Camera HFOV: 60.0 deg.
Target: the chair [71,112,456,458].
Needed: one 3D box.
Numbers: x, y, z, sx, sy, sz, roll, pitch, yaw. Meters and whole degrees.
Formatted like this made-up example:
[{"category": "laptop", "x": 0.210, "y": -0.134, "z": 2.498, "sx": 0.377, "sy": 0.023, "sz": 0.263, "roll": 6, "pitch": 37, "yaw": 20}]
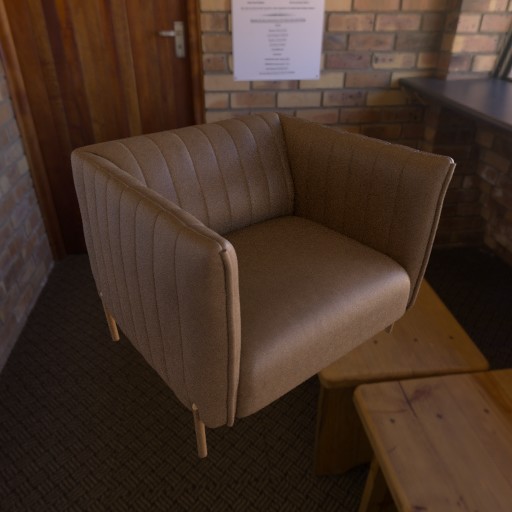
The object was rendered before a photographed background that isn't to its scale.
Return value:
[{"category": "chair", "x": 0.000, "y": 0.000, "z": 1.601, "sx": 0.981, "sy": 0.779, "sz": 0.876, "roll": -22, "pitch": 37, "yaw": -33}]
